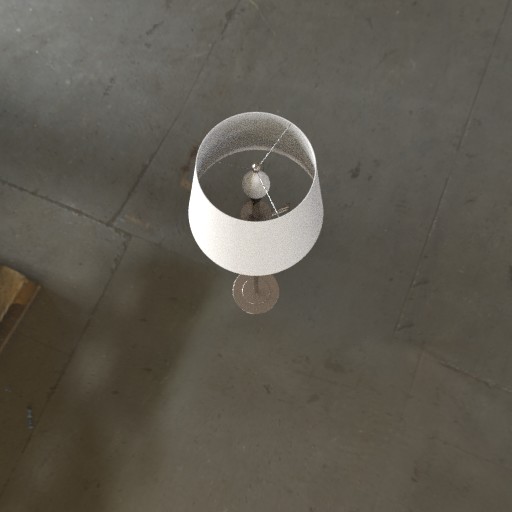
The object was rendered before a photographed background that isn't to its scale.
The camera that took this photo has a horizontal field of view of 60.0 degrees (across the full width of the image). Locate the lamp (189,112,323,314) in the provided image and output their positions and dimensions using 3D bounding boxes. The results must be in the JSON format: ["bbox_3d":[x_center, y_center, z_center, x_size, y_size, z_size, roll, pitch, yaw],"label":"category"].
[{"bbox_3d":[0.000,0.000,1.632,0.355,1.473,0.355,0,75,0],"label":"lamp"}]
